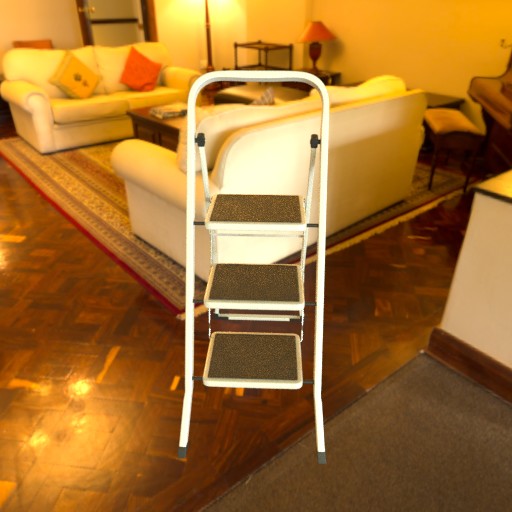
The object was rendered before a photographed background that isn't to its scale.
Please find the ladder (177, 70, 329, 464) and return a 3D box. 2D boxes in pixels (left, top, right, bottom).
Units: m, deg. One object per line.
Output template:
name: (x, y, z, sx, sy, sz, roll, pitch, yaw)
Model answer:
ladder: (0.000, 0.000, 1.409, 0.460, 1.050, 0.711, 1, 30, 2)
